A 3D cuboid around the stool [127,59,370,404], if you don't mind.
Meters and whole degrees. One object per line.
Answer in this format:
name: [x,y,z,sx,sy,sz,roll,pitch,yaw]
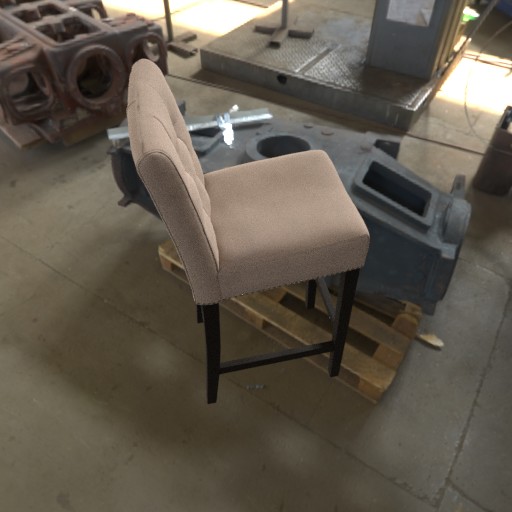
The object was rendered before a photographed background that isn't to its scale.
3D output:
stool: [0.000,0.000,1.316,0.548,1.047,0.411,-9,48,-8]
